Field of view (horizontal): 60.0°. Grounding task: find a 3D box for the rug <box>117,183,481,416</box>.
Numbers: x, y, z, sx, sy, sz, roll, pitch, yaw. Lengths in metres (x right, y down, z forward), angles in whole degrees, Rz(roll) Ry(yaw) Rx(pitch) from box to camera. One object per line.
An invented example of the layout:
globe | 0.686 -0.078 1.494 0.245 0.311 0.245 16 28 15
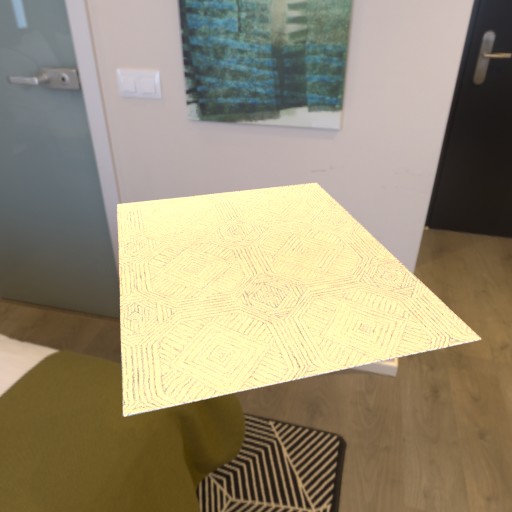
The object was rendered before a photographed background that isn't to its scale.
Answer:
rug | 0.000 0.000 4.101 2.457 0.015 3.049 -8 32 -13
